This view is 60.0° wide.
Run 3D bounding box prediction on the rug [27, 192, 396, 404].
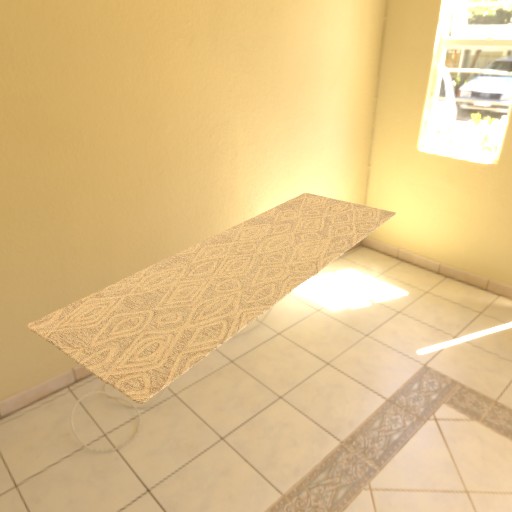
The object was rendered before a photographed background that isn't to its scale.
[{"bbox_3d":[0.000,0.000,2.671,0.807,0.013,2.436,19,32,33],"label":"rug"}]
